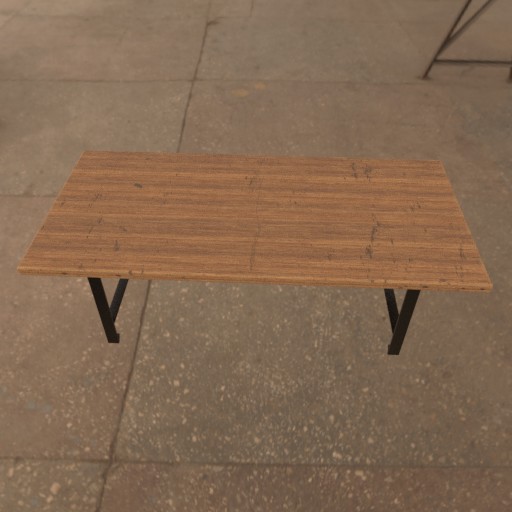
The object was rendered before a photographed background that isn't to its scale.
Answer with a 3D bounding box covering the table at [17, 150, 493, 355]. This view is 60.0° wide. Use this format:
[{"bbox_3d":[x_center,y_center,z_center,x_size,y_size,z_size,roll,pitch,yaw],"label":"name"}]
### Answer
[{"bbox_3d":[0.000,0.000,2.656,2.200,0.757,1.000,2,46,2],"label":"table"}]
